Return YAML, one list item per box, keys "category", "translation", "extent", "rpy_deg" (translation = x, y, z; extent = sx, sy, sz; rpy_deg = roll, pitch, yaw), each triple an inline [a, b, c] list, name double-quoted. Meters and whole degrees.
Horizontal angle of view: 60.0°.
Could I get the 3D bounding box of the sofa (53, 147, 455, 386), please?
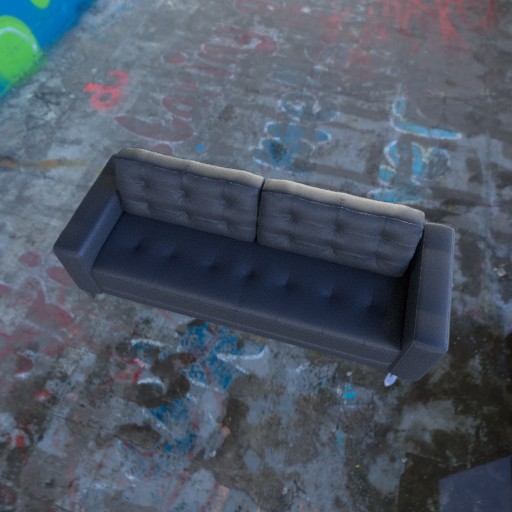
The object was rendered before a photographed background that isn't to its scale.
- category: "sofa"
  translation: [0.000, 0.000, 2.758]
  extent: [2.275, 0.893, 0.833]
  rpy_deg: [14, 58, 9]
